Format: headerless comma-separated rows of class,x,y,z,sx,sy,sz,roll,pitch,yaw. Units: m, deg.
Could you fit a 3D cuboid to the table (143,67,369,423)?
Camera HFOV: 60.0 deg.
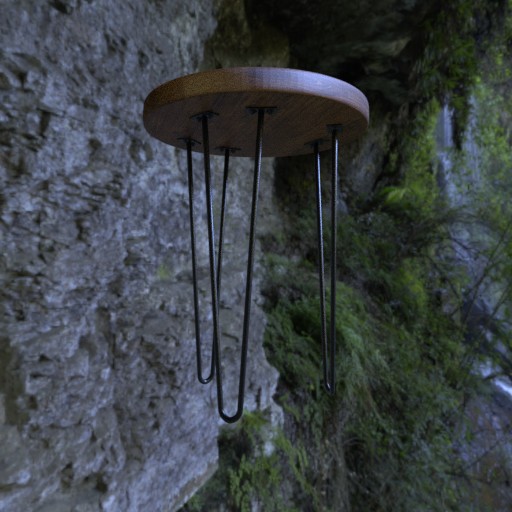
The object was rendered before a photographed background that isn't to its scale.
table,0.000,0.000,0.808,0.400,0.520,0.400,0,0,0
